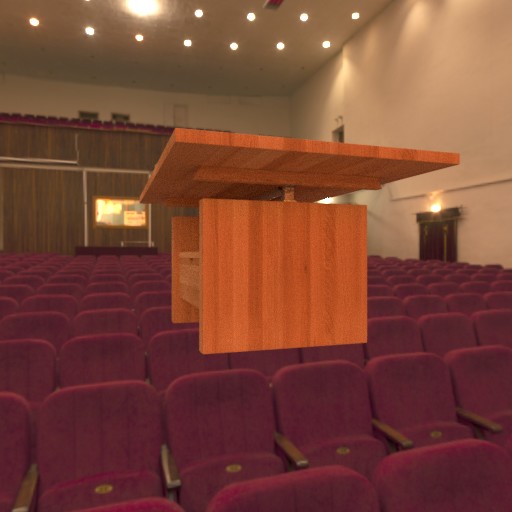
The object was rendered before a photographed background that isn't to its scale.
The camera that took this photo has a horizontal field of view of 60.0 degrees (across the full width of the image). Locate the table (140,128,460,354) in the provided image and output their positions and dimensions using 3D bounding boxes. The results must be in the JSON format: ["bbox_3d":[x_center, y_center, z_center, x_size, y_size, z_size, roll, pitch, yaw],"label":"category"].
[{"bbox_3d":[0.000,0.000,1.510,0.700,0.510,1.100,0,0,-18],"label":"table"}]
